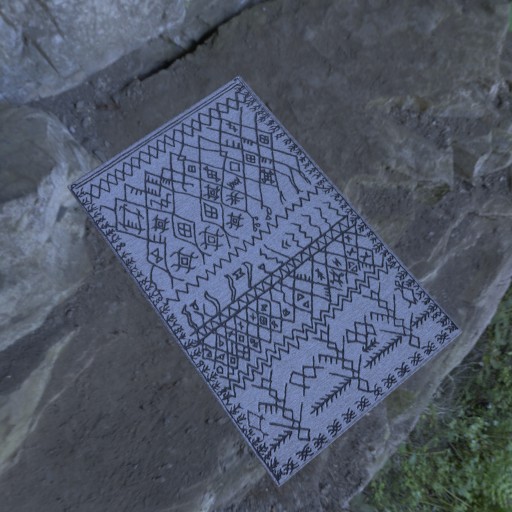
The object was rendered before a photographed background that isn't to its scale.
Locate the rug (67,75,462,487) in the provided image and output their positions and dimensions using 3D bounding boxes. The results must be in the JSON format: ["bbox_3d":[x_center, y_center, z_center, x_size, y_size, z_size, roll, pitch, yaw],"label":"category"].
[{"bbox_3d":[0.000,0.000,3.023,1.526,0.012,2.444,-36,78,-9],"label":"rug"}]
